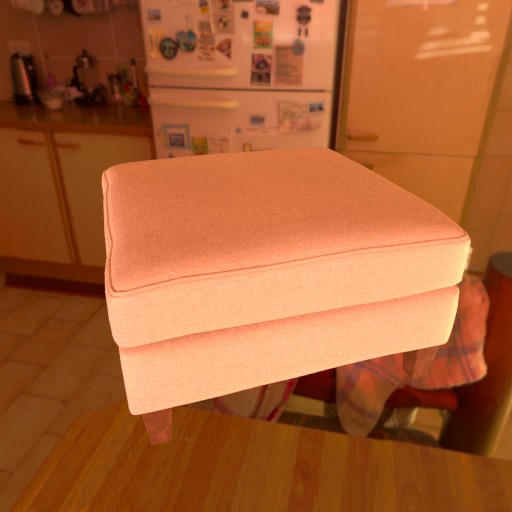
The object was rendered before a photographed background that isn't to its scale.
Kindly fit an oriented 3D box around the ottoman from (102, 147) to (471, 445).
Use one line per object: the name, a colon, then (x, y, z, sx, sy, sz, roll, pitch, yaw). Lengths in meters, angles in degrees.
ottoman: (0.000, 0.000, 1.346, 0.838, 0.503, 0.838, -9, 30, -15)
